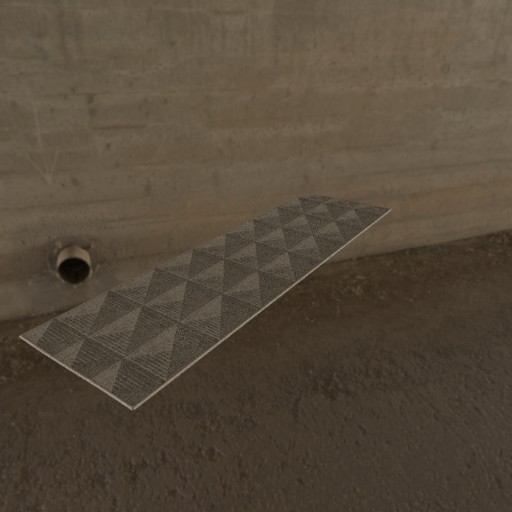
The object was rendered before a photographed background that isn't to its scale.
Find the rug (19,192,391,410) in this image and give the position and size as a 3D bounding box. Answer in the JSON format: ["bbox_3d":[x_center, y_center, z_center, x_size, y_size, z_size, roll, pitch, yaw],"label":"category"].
[{"bbox_3d":[0.000,0.000,2.301,0.645,0.015,2.182,17,31,32],"label":"rug"}]
